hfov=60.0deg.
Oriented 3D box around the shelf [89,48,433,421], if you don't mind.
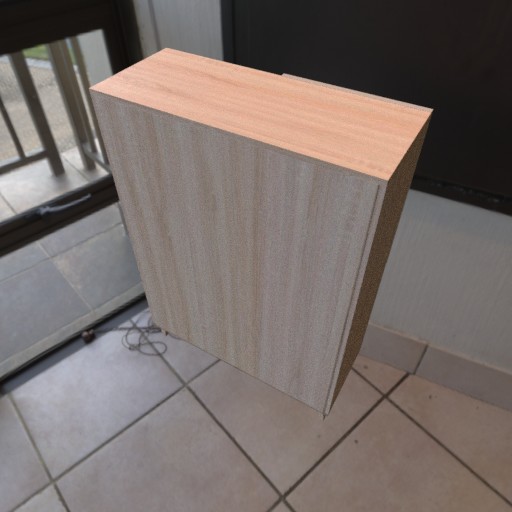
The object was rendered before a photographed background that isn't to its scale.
[{"bbox_3d":[0.000,0.000,1.878,0.995,1.405,0.434,23,49,21],"label":"shelf"}]
